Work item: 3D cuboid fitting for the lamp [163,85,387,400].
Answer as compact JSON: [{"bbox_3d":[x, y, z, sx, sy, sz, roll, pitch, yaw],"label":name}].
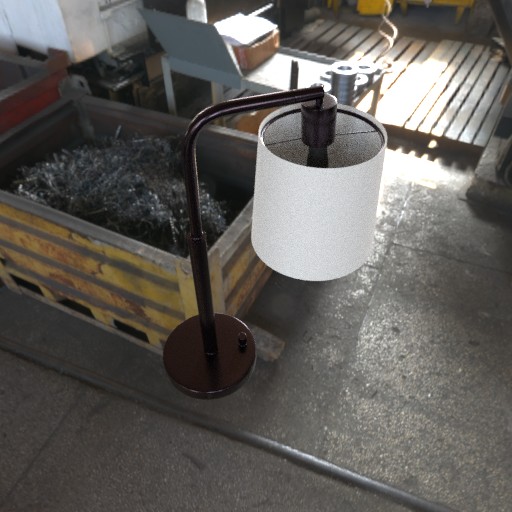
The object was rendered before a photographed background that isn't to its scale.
[{"bbox_3d":[0.000,0.000,0.638,0.333,0.489,0.171,-9,46,-8],"label":"lamp"}]
